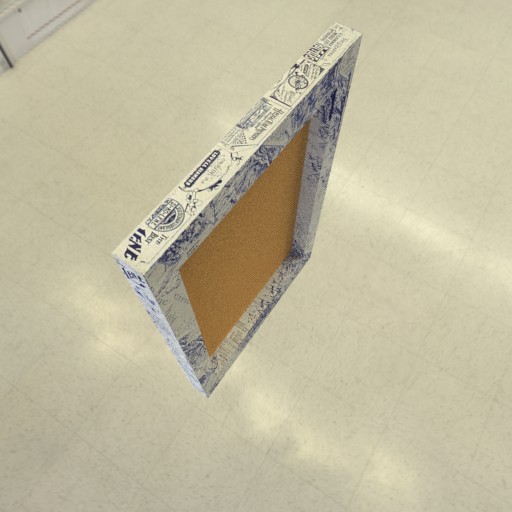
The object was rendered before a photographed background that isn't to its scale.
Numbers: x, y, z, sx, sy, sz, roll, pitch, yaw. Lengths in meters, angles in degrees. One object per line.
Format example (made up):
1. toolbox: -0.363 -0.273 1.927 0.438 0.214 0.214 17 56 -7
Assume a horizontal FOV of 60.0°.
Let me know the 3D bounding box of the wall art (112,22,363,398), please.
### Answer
1. wall art: 0.000 0.000 0.745 0.040 0.601 0.408 32 67 16
